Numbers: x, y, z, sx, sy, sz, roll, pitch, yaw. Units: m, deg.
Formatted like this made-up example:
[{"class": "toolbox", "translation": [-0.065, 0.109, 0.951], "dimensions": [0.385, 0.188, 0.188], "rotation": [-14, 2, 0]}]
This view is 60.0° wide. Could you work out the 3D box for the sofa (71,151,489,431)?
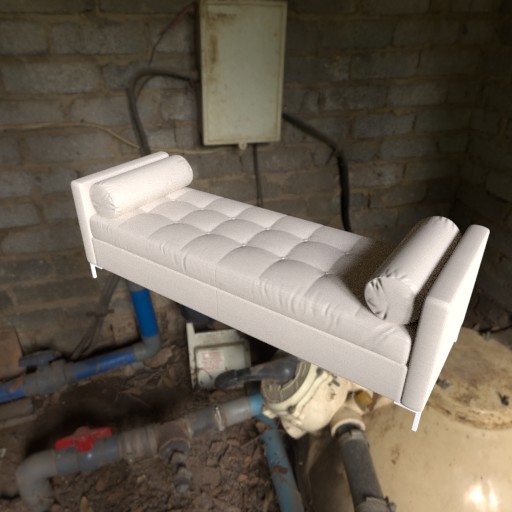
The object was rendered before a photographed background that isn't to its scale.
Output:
[{"class": "sofa", "translation": [0.000, 0.000, 2.294], "dimensions": [1.981, 0.635, 0.686], "rotation": [19, 35, 29]}]
